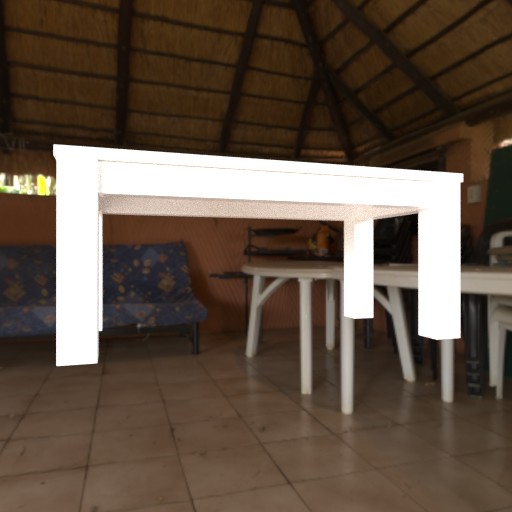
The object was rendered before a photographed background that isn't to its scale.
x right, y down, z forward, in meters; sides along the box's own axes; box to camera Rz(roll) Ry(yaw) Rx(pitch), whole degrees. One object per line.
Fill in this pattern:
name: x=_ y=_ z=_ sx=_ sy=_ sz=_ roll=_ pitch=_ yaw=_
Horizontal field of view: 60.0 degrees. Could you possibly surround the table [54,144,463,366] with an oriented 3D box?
table: x=0.000 y=0.000 z=2.276 sx=1.800 sy=0.790 sz=0.900 roll=0 pitch=0 yaw=-18
